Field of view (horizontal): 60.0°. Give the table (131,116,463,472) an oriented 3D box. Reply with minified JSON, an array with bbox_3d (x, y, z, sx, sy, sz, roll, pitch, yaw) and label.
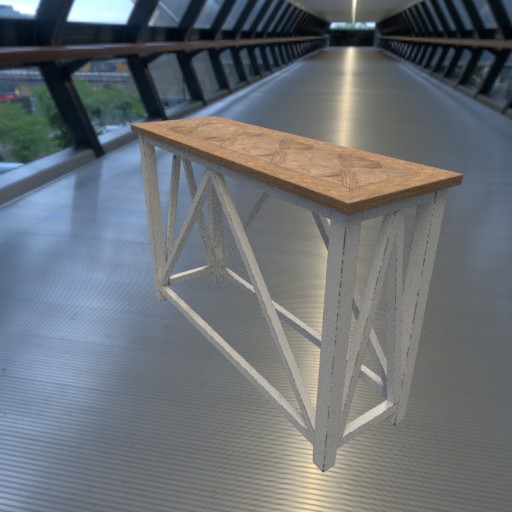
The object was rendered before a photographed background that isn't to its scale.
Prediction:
[{"bbox_3d":[0.000,0.000,1.848,0.450,0.930,1.400,-16,30,-31],"label":"table"}]
